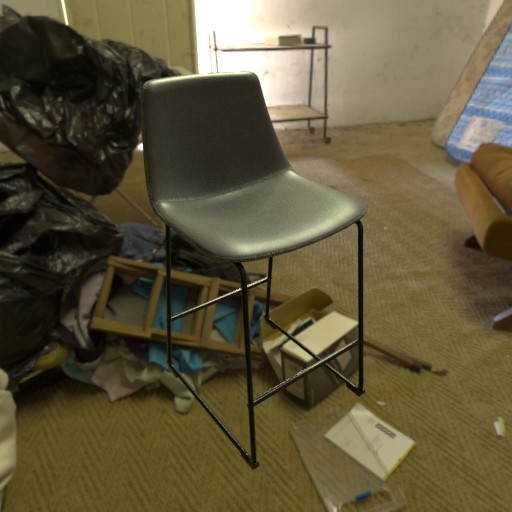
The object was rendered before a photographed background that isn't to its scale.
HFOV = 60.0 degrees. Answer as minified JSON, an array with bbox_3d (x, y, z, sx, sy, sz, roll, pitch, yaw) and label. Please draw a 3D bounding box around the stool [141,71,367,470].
[{"bbox_3d":[0.000,0.000,1.205,0.470,0.876,0.546,-20,35,-32],"label":"stool"}]
